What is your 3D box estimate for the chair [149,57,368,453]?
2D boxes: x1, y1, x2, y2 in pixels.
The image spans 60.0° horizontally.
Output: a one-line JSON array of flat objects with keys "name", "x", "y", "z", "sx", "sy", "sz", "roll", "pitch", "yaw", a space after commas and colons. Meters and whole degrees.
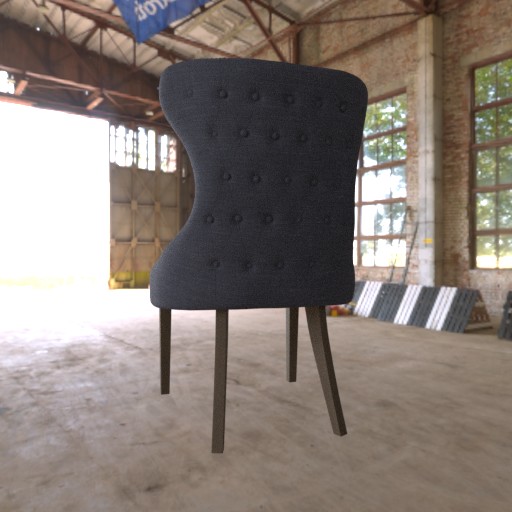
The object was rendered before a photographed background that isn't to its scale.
[{"name": "chair", "x": 0.000, "y": 0.000, "z": 1.363, "sx": 0.628, "sy": 0.967, "sz": 0.635, "roll": 0, "pitch": 0, "yaw": -18}]
